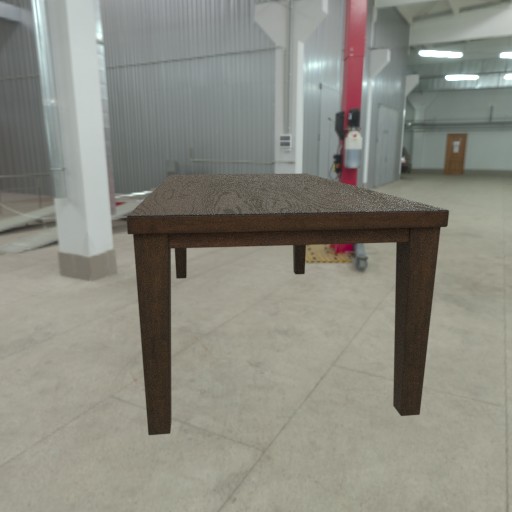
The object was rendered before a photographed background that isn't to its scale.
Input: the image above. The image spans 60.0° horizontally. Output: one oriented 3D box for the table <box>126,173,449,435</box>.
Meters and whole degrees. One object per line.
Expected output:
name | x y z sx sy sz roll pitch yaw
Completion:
table | 0.000 0.000 2.413 1.016 0.762 1.981 -2 14 -7
